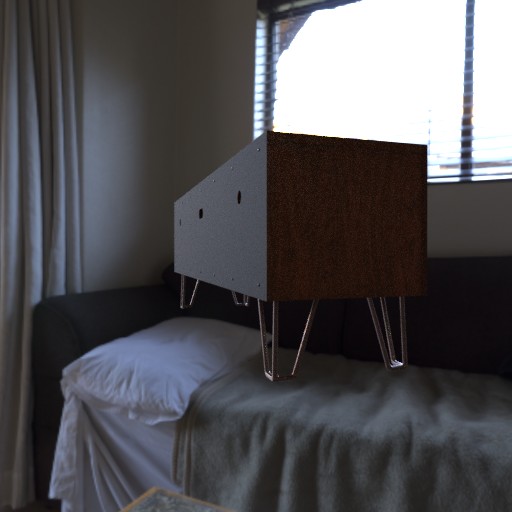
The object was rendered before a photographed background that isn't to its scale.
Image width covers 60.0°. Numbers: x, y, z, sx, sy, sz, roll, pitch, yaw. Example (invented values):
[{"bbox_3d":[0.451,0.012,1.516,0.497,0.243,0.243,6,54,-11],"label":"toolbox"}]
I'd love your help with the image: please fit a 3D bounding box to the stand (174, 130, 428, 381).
[{"bbox_3d":[0.000,0.000,1.895,0.481,0.610,1.626,0,1,-18],"label":"stand"}]
